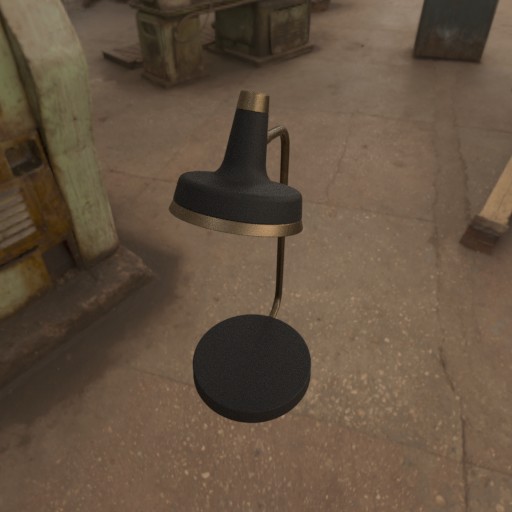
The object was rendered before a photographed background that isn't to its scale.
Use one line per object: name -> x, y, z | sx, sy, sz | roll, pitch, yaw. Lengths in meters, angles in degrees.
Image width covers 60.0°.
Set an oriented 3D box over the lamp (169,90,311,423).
lamp -> 0.000, 0.000, 0.499 | 0.162, 0.385, 0.218 | 13, 42, 15
